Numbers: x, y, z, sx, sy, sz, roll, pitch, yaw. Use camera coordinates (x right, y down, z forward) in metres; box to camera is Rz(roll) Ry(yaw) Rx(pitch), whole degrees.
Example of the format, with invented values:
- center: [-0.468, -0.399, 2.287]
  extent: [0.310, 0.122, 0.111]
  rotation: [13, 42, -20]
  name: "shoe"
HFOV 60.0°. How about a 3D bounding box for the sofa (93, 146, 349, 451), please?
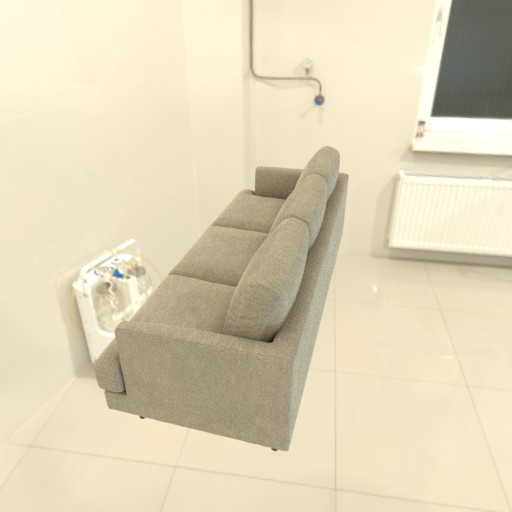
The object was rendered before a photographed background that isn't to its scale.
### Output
- center: [0.000, 0.000, 2.766]
  extent: [0.903, 0.930, 2.246]
  rotation: [8, 30, 14]
  name: "sofa"
